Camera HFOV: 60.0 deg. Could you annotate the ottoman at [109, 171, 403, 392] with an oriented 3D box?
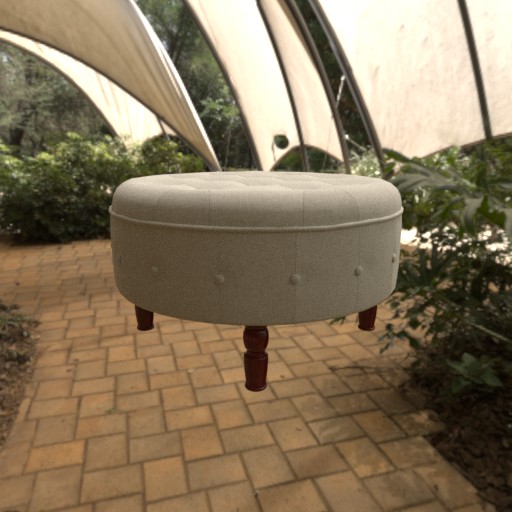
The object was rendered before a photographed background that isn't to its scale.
[{"bbox_3d":[0.000,0.000,1.381,0.850,0.483,0.850,0,14,0],"label":"ottoman"}]
